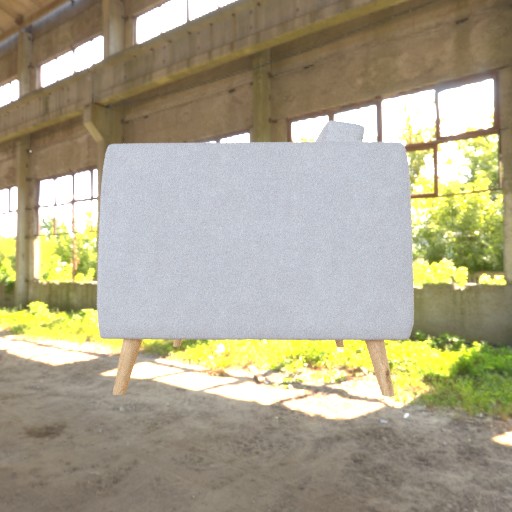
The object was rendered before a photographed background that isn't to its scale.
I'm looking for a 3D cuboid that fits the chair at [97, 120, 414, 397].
[{"bbox_3d":[0.000,0.000,1.766,0.930,0.860,1.000,0,-2,1],"label":"chair"}]
